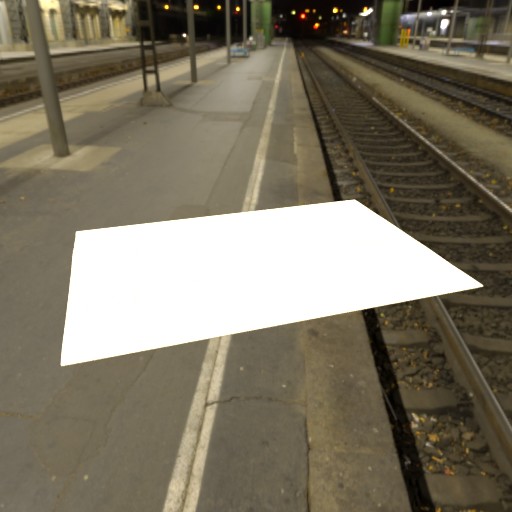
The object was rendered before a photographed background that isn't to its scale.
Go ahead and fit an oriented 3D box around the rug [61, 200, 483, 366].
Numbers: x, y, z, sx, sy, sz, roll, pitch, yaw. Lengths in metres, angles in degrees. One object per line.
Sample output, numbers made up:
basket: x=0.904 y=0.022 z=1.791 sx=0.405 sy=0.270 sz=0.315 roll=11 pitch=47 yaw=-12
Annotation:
rug: x=0.000 y=0.000 z=2.347 sx=1.850 sy=0.006 sz=1.234 roll=-8 pitch=28 yaw=-15
